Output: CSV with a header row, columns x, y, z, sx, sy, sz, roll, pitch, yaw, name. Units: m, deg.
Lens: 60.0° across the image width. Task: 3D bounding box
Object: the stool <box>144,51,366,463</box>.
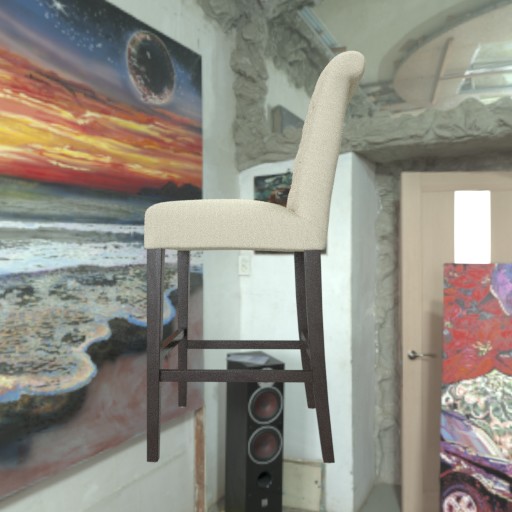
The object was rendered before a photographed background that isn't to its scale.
x,y,z,sx,sy,sz,roll,pitch,yaw,name
0.000,0.000,1.417,0.610,1.118,0.482,0,0,1,stool
